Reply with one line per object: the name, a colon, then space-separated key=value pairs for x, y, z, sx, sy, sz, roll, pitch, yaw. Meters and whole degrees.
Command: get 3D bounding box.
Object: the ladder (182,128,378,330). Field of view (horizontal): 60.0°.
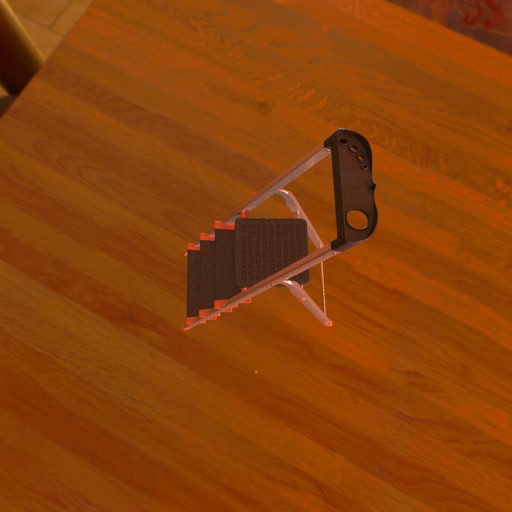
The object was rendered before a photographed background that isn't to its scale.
ladder: x=0.000 y=0.000 z=1.822 sx=0.834 sy=1.429 sz=0.452 roll=-1 pitch=75 yaw=0
